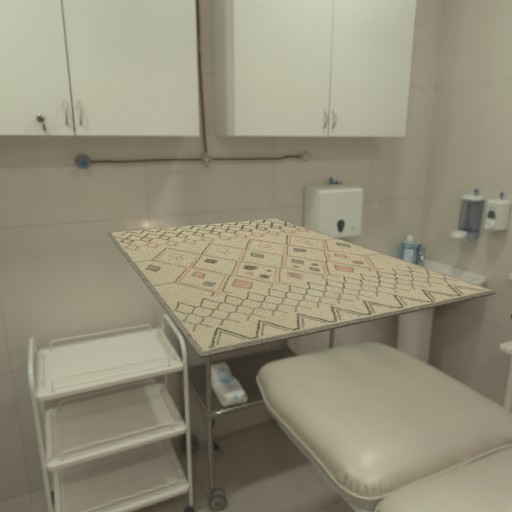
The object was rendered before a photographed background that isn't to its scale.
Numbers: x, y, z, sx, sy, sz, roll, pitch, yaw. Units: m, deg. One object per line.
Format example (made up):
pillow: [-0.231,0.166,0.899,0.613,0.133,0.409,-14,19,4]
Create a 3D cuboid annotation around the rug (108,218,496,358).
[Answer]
rug: [0.000,0.000,2.283,1.219,0.016,1.829,-7,16,-25]
